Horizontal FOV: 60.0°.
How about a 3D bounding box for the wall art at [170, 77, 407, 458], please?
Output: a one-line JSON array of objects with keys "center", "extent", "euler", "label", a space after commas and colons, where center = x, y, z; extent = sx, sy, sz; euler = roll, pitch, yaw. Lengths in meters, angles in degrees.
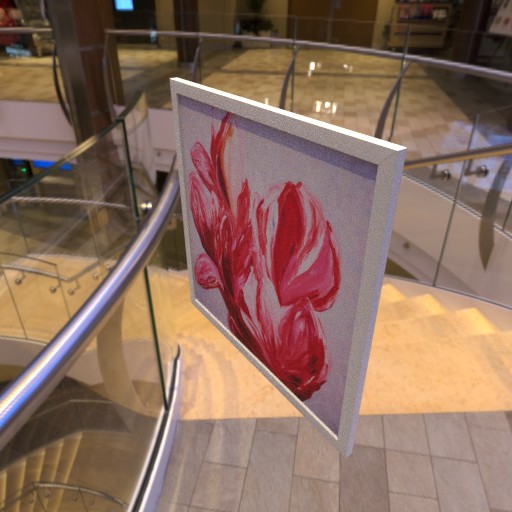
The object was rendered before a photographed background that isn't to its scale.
[{"center": [0.000, 0.000, 0.993], "extent": [0.020, 0.661, 0.664], "euler": [-21, 37, -30], "label": "wall art"}]
